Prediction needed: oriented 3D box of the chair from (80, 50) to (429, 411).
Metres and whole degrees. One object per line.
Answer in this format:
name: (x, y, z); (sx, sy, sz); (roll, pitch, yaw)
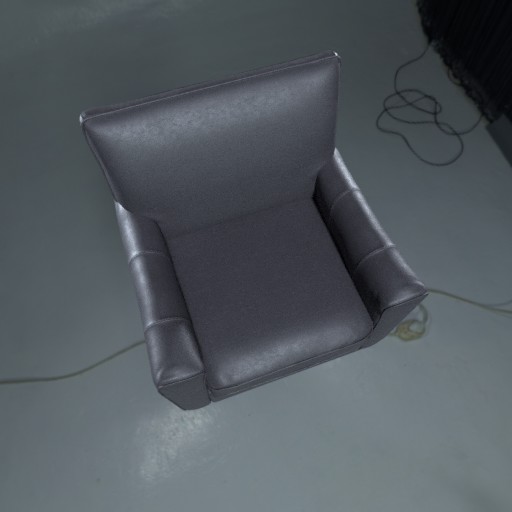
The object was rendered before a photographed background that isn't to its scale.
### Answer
chair: (0.000, 0.000, 1.590); (0.870, 0.943, 0.825); (-18, 65, -9)
